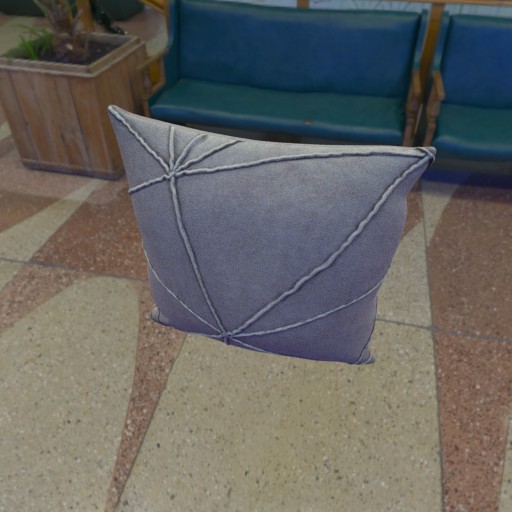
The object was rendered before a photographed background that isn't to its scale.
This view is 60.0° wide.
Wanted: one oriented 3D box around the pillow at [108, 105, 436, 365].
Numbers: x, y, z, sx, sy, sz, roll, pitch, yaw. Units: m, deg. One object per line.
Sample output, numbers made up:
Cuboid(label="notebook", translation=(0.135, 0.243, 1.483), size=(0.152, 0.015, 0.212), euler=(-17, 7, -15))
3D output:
Cuboid(label="pillow", translation=(0.000, 0.000, 0.697), size=(0.439, 0.440, 0.185), euler=(10, 42, 11))
